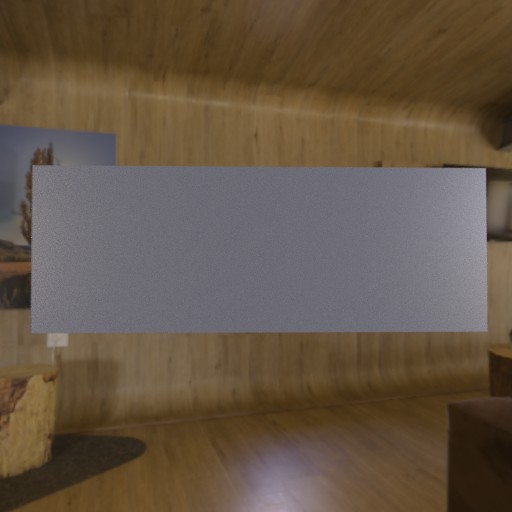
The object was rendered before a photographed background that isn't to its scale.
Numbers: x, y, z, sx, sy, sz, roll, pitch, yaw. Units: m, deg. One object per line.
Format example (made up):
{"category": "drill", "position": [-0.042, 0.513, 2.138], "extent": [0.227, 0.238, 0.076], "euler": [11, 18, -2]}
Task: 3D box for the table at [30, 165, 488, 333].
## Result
{"category": "table", "position": [0.000, 0.000, 1.179], "extent": [0.801, 0.299, 0.801], "euler": [0, -1, -2]}
